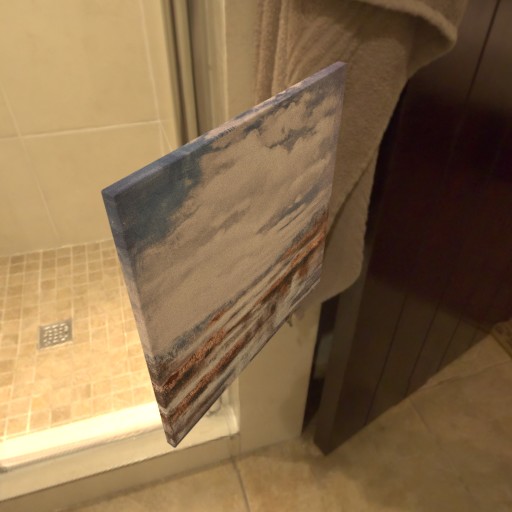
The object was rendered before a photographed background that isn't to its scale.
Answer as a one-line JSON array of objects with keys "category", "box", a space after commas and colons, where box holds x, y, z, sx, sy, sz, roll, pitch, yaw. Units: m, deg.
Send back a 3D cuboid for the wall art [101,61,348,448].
[{"category": "wall art", "box": [0.000, 0.000, 1.330, 0.035, 0.897, 0.888, 25, 46, 26]}]
